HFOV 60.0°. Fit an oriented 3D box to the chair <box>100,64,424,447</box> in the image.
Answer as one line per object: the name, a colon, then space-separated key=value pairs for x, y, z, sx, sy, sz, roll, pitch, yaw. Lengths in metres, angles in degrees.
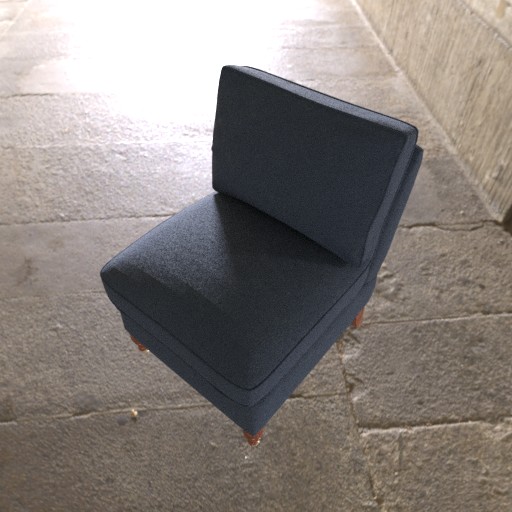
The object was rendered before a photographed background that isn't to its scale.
chair: x=0.000 y=0.000 z=1.619 sx=0.724 sy=1.052 sz=0.912 roll=31 pitch=54 yaw=26
